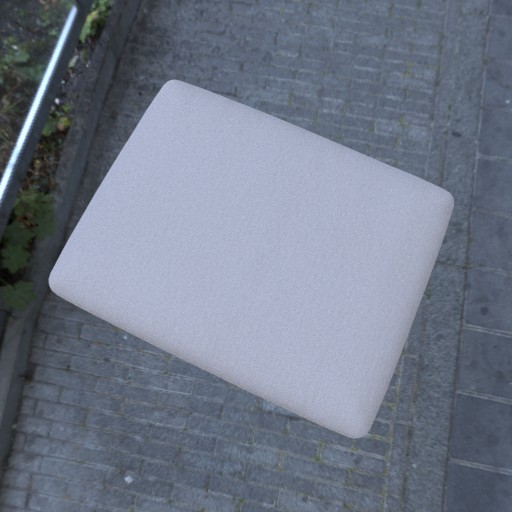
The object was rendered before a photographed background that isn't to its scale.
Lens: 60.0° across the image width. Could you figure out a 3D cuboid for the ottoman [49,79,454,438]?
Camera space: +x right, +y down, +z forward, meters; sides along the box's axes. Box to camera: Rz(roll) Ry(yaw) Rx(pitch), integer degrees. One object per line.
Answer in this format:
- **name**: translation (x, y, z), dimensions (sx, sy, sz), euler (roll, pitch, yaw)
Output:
- **ottoman**: translation (0.000, 0.000, 1.131), dimensions (0.771, 0.420, 0.606), euler (24, 76, 6)
